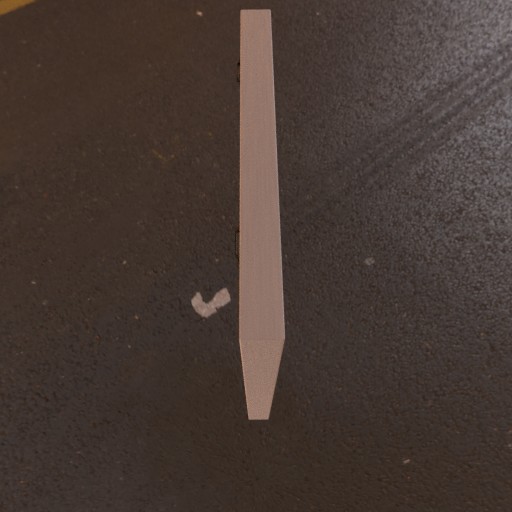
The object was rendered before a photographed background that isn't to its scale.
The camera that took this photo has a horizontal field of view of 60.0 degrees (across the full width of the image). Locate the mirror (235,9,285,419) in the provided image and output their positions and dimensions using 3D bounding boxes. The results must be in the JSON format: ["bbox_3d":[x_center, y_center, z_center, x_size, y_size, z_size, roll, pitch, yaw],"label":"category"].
[{"bbox_3d":[0.000,0.000,0.666,0.041,0.508,0.405,-1,63,0],"label":"mirror"}]
